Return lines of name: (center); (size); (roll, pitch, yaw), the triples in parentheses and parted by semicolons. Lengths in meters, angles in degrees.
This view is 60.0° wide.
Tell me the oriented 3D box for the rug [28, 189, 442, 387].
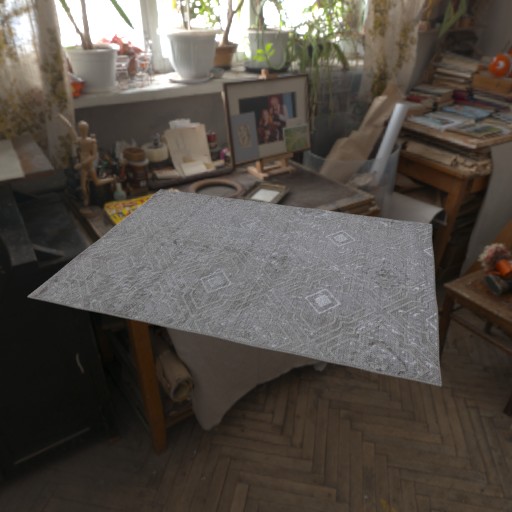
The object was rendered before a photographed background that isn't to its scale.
rug: (0.000, 0.000, 4.366); (3.359, 0.020, 2.448); (9, 33, 15)
